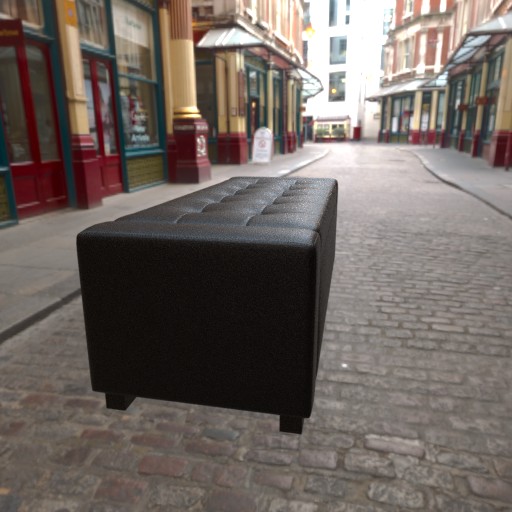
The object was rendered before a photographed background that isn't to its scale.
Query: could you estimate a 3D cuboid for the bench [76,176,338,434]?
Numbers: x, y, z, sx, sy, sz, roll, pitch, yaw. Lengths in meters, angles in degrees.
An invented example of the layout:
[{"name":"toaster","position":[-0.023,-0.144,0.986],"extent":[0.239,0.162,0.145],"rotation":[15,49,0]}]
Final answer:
[{"name":"bench","position":[0.000,0.000,1.528],"extent":[0.508,0.445,1.296],"rotation":[3,15,11]}]
